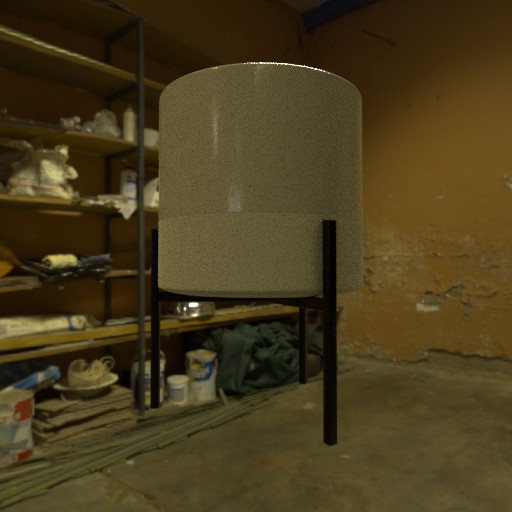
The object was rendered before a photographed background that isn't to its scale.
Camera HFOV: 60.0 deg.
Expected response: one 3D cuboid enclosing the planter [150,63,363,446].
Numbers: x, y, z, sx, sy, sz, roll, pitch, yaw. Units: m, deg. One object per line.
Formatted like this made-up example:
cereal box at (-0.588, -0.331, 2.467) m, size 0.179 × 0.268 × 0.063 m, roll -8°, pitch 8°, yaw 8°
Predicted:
planter at (0.000, 0.000, 0.339) m, size 0.159 × 0.230 × 0.152 m, roll 0°, pitch -1°, yaw -1°
